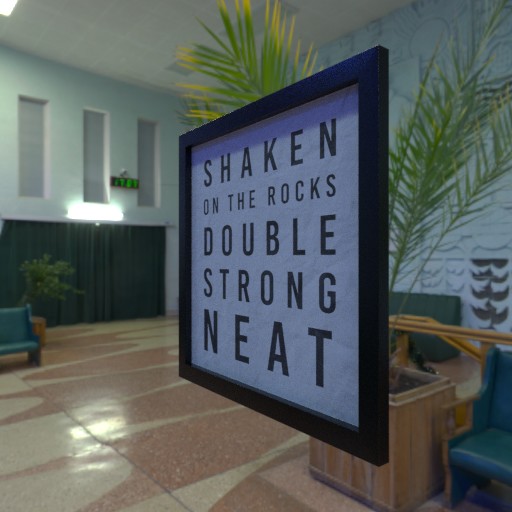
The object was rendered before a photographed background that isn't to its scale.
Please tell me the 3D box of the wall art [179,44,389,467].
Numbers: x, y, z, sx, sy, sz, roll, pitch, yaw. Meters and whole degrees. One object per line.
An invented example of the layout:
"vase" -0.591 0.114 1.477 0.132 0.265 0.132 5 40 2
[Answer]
"wall art" 0.000 0.000 0.508 0.014 0.349 0.349 0 0 -38
